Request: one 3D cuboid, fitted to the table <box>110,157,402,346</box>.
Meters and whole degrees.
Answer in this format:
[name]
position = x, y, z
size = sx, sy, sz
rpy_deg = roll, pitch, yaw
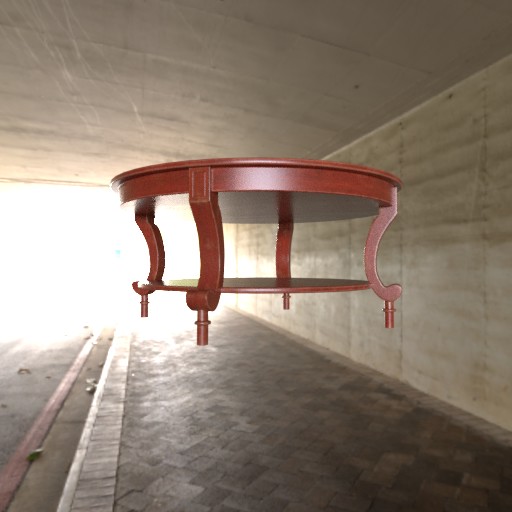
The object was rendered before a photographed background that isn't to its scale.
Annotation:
[table]
position = 0.000, 0.000, 1.630
size = 1.029, 0.486, 1.029
rpy_deg = 0, -1, 0
